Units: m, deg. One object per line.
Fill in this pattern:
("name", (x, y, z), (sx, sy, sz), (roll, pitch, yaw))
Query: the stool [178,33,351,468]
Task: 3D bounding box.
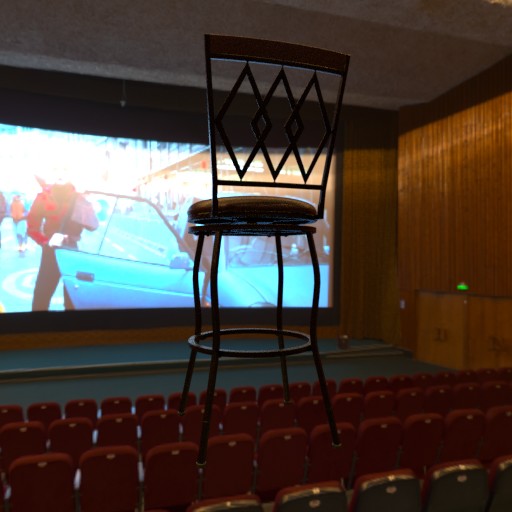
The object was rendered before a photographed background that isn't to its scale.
("stool", (0.000, 0.000, 1.404), (0.432, 1.134, 0.521), (0, 0, -17))
